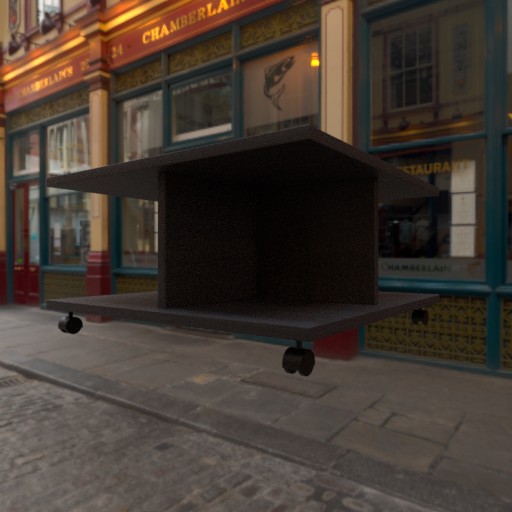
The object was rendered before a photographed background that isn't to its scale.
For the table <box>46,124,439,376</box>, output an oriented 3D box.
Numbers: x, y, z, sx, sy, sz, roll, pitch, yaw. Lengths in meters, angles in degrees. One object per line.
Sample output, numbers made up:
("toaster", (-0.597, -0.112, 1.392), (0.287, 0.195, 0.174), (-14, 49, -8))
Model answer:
("table", (0.000, 0.000, 1.206), (0.762, 0.396, 0.762), (0, 0, 36))
